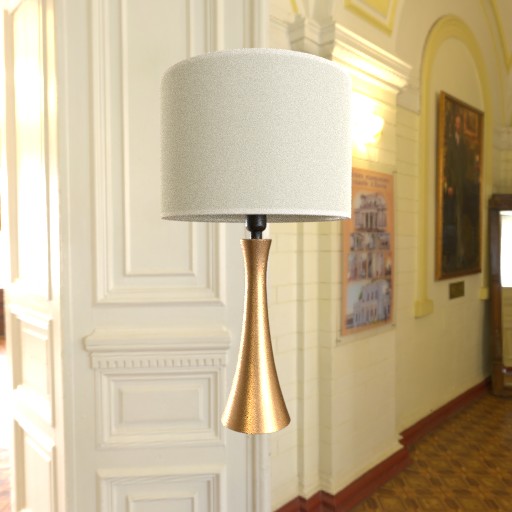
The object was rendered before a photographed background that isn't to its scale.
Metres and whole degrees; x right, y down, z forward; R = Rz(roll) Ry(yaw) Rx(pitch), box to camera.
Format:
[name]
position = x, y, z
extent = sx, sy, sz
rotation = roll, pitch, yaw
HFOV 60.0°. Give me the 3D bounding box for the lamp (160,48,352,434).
[lamp]
position = 0.000, 0.000, 0.641
extent = 0.268, 0.479, 0.268
rotation = 0, 2, 0
